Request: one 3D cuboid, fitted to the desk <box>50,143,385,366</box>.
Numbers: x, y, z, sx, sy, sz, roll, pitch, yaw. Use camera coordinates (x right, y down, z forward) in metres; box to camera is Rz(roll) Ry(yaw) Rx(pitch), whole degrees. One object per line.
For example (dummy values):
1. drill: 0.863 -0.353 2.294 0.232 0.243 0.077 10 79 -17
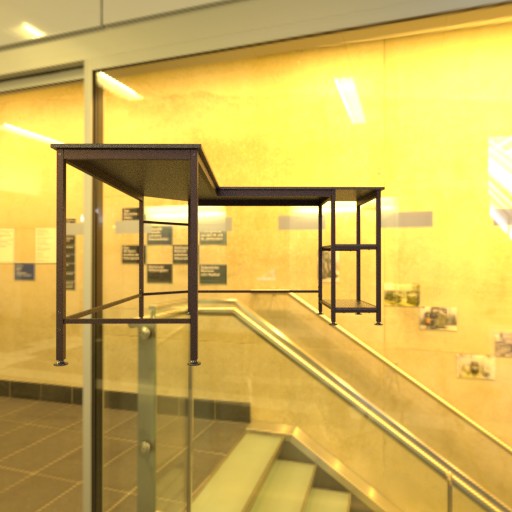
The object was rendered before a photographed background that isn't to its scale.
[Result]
1. desk: 0.000 0.000 2.165 1.379 0.739 1.379 0 0 -1
